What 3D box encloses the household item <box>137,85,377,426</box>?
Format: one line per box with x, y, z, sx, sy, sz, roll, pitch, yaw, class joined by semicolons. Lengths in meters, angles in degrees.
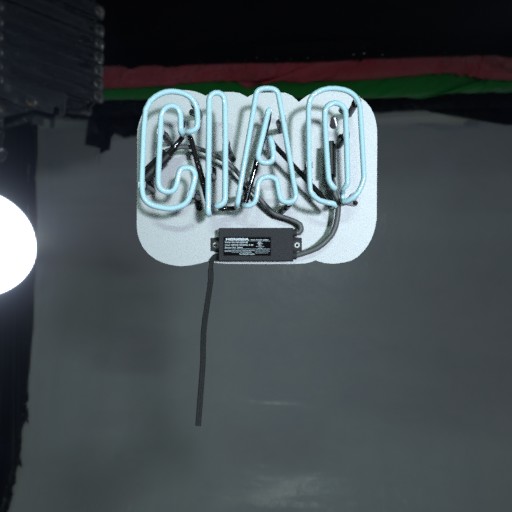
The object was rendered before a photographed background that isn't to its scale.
0.000;0.000;0.374;0.211;0.294;0.042;0;0;1;household item
